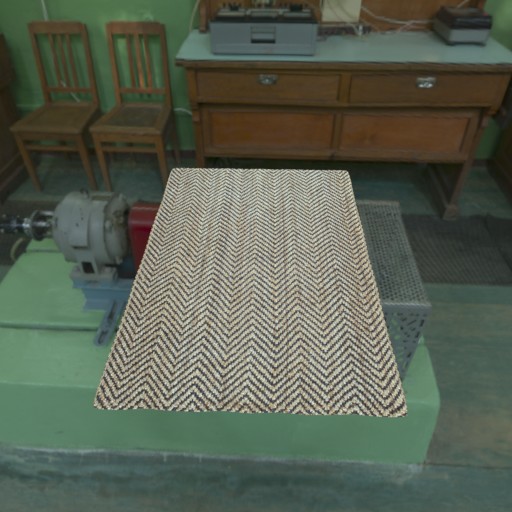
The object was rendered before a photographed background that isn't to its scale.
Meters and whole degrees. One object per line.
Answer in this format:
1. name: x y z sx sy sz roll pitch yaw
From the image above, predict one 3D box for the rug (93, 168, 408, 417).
1. rug: 0.000 0.000 2.382 1.219 0.008 1.828 1 41 1
